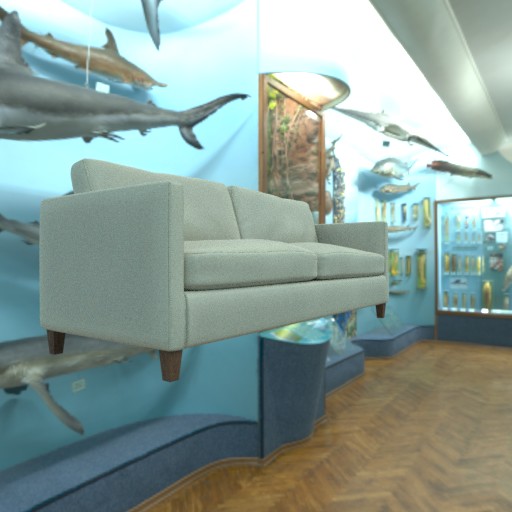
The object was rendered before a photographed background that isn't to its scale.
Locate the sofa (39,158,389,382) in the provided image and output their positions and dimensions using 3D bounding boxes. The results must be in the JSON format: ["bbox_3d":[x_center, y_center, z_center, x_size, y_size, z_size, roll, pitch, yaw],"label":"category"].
[{"bbox_3d":[0.000,0.000,2.838,0.951,0.968,2.361,0,0,36],"label":"sofa"}]
